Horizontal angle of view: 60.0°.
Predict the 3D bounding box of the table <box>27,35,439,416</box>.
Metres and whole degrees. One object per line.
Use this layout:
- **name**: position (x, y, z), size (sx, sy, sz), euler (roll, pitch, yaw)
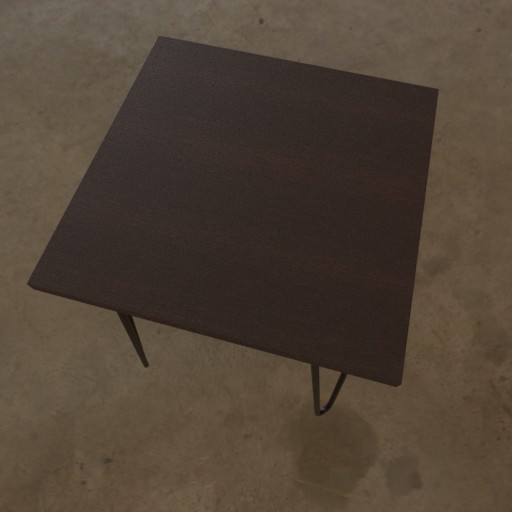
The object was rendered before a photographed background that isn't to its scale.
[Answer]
- **table**: position (0.000, 0.000, 0.913), size (0.495, 0.559, 0.495), euler (14, 65, 6)
